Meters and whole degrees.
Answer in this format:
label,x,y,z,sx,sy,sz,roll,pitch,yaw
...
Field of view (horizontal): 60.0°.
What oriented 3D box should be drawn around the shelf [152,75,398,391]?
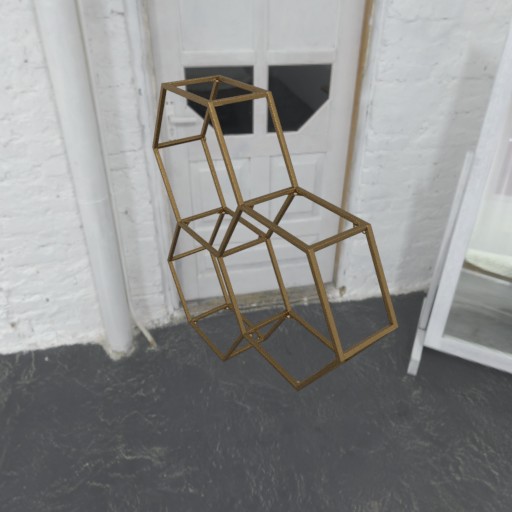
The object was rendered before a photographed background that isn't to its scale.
label,x,y,z,sx,sy,sz,roll,pitch,yaw
shelf,0.000,0.000,1.036,0.150,0.701,0.708,-22,39,-29
